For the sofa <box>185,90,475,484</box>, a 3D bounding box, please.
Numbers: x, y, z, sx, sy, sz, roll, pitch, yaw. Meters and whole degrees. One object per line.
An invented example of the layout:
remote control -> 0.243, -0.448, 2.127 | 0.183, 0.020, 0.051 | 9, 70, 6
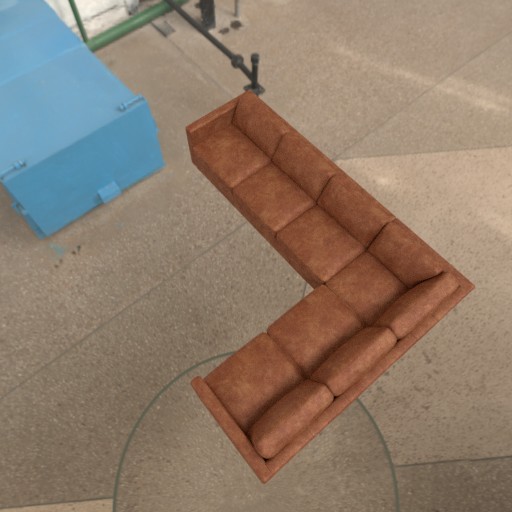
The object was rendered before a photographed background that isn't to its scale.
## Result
sofa -> 0.000, 0.000, 4.325 | 2.438, 0.838, 3.167 | -36, 68, -17
